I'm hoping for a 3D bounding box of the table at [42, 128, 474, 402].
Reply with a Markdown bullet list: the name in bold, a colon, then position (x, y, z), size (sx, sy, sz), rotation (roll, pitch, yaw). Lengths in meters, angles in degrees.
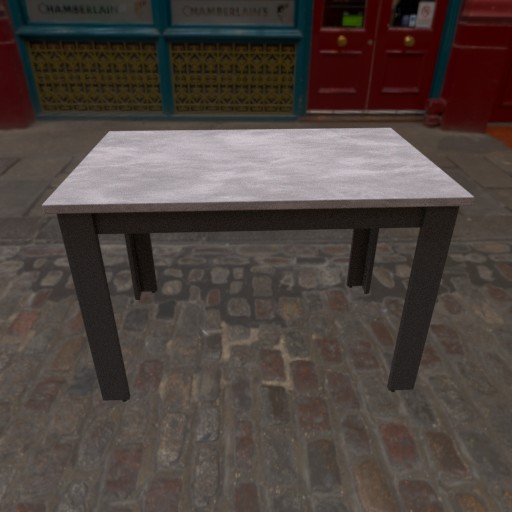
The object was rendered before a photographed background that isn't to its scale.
- **table**: position (0.000, 0.000, 1.611), size (1.100, 0.734, 0.700), rotation (-1, 30, -2)
